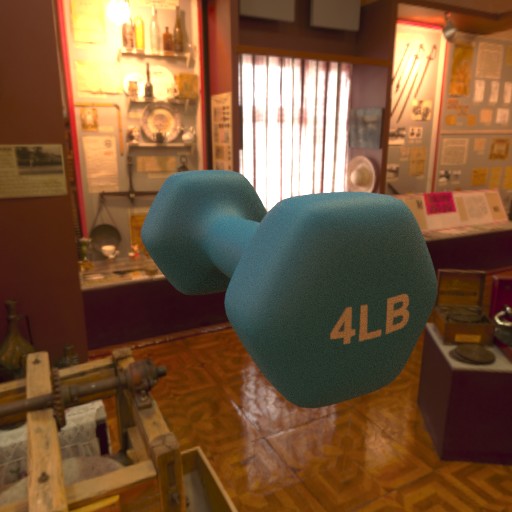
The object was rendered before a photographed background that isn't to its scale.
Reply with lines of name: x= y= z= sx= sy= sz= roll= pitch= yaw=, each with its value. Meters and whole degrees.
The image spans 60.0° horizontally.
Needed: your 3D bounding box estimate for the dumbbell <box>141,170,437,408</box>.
dumbbell: x=0.000 y=0.000 z=0.193 sx=0.074 sy=0.066 sz=0.152 roll=-7 pitch=16 yaw=-25
